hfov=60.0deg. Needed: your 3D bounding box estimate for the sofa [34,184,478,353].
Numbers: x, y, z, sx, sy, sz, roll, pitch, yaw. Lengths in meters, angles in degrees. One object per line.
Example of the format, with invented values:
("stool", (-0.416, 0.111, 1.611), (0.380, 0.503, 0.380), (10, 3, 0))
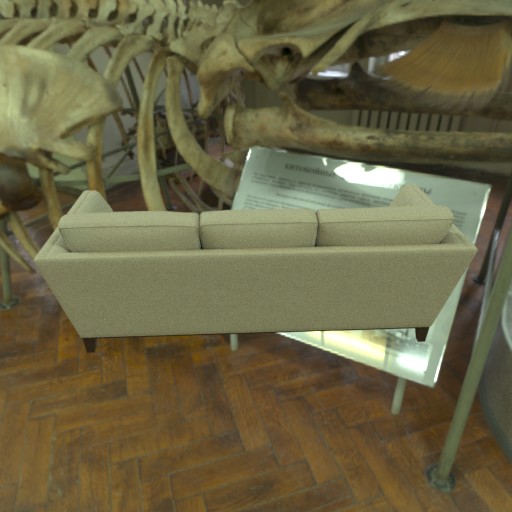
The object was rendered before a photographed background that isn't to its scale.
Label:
("sofa", (0.000, 0.000, 2.927), (2.388, 0.940, 0.965), (-1, 30, -2))
